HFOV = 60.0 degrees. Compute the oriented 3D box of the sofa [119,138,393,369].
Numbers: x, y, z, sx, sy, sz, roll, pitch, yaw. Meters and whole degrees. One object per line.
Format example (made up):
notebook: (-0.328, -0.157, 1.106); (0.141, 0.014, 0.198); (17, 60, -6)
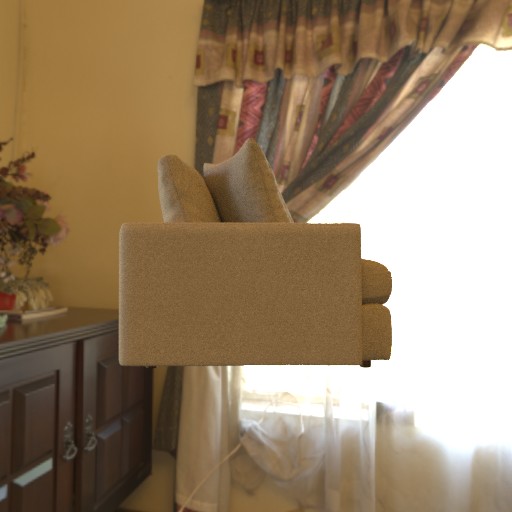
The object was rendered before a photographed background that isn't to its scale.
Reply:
sofa: (0.000, 0.000, 3.079); (1.228, 1.084, 2.380); (0, -1, -1)
